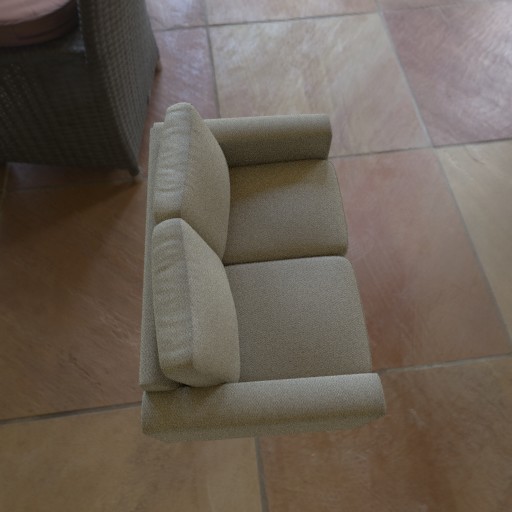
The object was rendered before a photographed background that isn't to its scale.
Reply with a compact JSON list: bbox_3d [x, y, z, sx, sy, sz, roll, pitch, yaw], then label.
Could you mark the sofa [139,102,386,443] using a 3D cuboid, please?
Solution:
[{"bbox_3d":[0.000,0.000,2.213,1.016,0.873,1.616,-4,63,-2],"label":"sofa"}]
